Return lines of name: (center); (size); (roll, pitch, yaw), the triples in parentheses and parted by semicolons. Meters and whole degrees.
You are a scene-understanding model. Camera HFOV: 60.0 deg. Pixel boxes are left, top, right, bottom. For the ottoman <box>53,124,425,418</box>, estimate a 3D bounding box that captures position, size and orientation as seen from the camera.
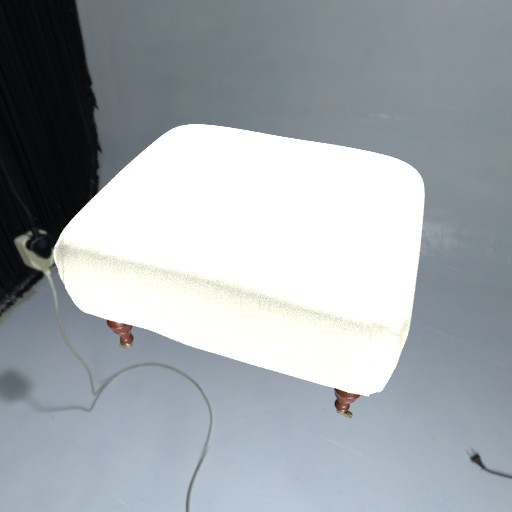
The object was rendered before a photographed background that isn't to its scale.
ottoman: (0.000, 0.000, 1.123); (0.747, 0.450, 0.622); (13, 44, 14)
